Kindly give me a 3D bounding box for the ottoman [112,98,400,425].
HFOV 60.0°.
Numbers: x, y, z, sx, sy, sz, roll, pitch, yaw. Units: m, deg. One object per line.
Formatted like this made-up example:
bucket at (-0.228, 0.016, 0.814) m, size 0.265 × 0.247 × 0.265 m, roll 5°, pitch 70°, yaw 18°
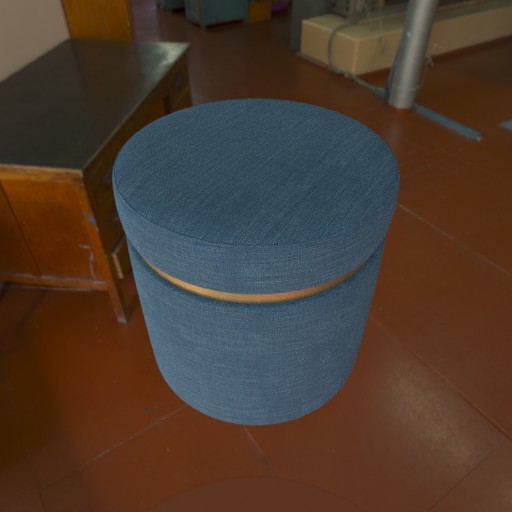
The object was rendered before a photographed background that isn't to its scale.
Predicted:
ottoman at (0.000, 0.000, 0.742) m, size 0.398 × 0.406 × 0.398 m, roll 0°, pitch 42°, yaw 0°
